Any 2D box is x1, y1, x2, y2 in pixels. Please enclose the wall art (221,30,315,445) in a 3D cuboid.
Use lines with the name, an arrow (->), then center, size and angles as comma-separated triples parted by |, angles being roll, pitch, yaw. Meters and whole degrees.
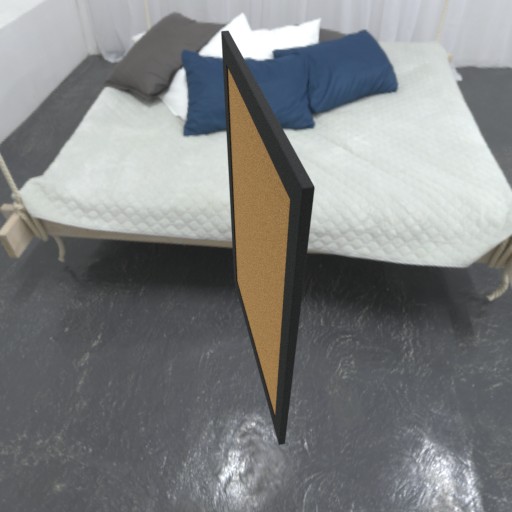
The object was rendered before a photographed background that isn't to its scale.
wall art -> 0.000, 0.000, 0.680 | 0.012, 0.529, 0.374 | -10, 46, -10
